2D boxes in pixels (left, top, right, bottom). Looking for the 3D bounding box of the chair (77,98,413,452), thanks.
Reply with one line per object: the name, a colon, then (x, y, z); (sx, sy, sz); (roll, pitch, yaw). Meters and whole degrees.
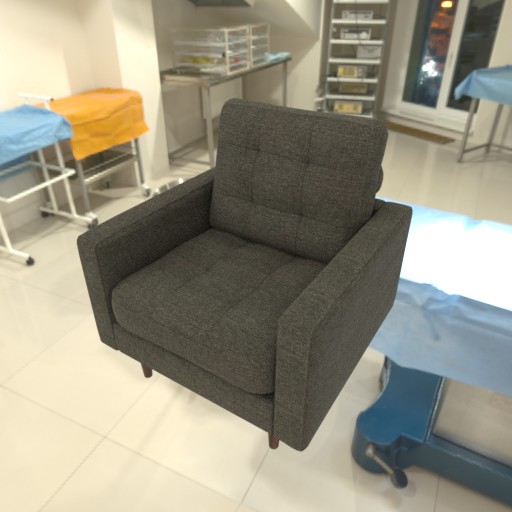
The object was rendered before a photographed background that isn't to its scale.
chair: (0.000, 0.000, 1.513); (0.821, 0.880, 0.843); (19, 36, 27)
